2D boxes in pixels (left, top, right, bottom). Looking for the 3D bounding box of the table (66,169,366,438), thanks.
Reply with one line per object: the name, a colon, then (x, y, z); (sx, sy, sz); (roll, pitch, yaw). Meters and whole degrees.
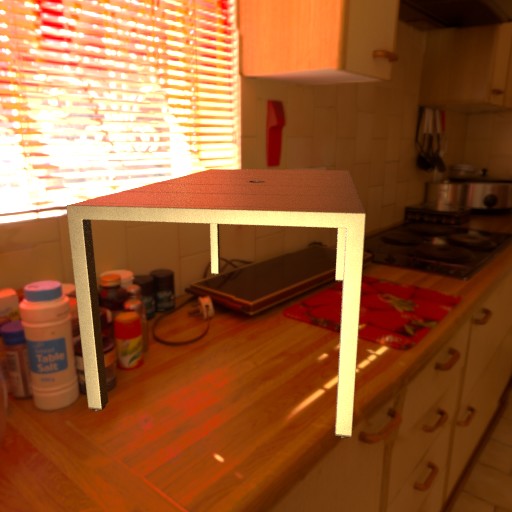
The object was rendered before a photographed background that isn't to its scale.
table: (0.000, 0.000, 2.199); (0.914, 0.735, 1.680); (3, 15, 10)
